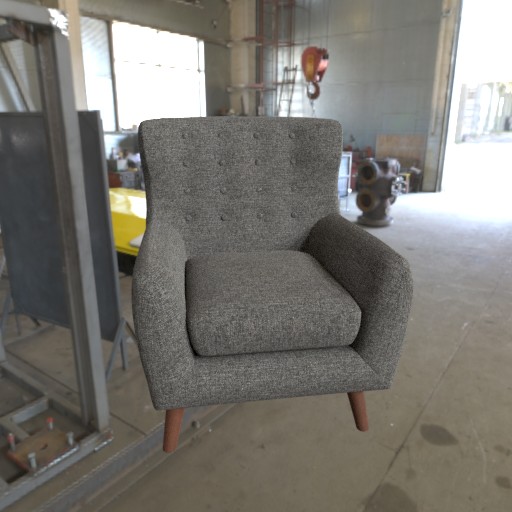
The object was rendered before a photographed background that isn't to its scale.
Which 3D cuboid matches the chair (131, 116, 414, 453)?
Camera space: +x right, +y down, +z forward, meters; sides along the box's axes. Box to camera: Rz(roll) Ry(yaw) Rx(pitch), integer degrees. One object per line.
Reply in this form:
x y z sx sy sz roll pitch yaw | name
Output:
0.000 0.000 1.713 0.889 1.039 0.940 -3 17 -8 | chair
